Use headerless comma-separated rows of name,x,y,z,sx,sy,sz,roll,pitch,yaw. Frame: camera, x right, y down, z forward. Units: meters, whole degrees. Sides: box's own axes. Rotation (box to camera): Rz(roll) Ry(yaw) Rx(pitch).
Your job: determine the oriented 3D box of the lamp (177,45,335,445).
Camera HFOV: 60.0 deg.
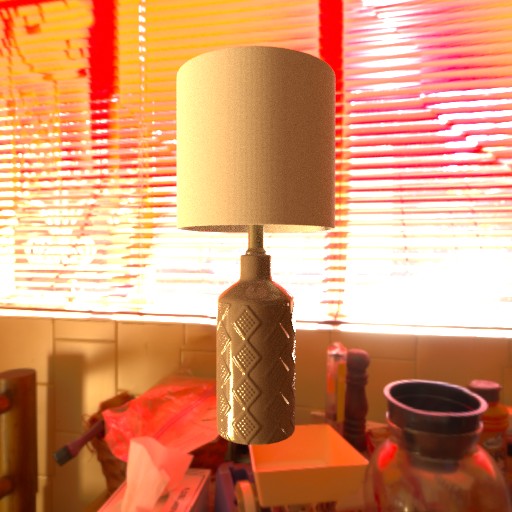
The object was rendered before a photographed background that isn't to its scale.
lamp,0.000,0.000,0.588,0.207,0.461,0.207,0,0,-18
